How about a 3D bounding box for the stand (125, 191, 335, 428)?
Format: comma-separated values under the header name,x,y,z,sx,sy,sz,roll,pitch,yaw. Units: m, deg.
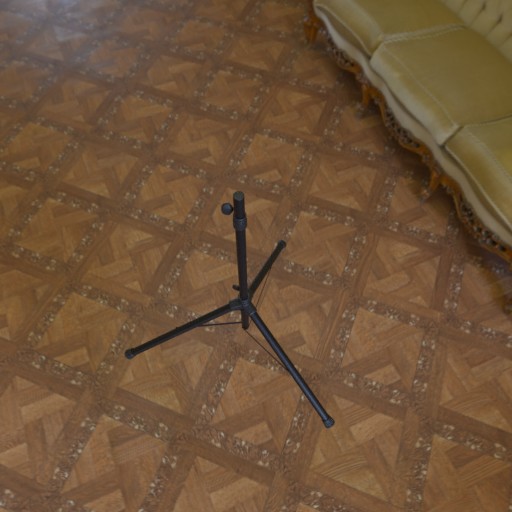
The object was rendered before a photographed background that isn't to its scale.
name,x,y,z,sx,sy,sz,roll,pitch,yaw
stand,0.000,0.000,1.820,1.045,1.136,0.907,18,60,10
